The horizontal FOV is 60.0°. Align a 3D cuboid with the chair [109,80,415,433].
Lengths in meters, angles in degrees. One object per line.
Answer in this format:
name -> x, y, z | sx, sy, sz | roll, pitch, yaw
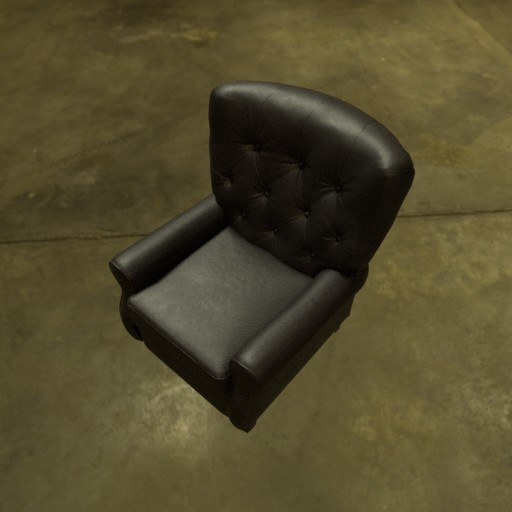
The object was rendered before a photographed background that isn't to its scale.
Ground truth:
chair -> 0.000, 0.000, 1.955 | 0.948, 1.158, 1.058 | 32, 55, 26
